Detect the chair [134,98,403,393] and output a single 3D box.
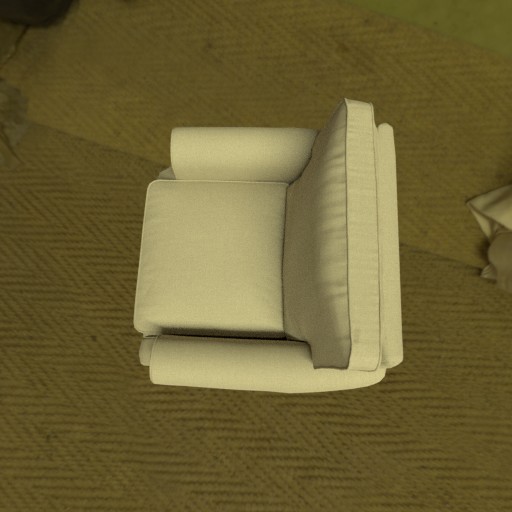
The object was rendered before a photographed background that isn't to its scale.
[{"bbox_3d":[0.000,0.000,1.769,0.966,0.967,1.029,2,76,1],"label":"chair"}]
